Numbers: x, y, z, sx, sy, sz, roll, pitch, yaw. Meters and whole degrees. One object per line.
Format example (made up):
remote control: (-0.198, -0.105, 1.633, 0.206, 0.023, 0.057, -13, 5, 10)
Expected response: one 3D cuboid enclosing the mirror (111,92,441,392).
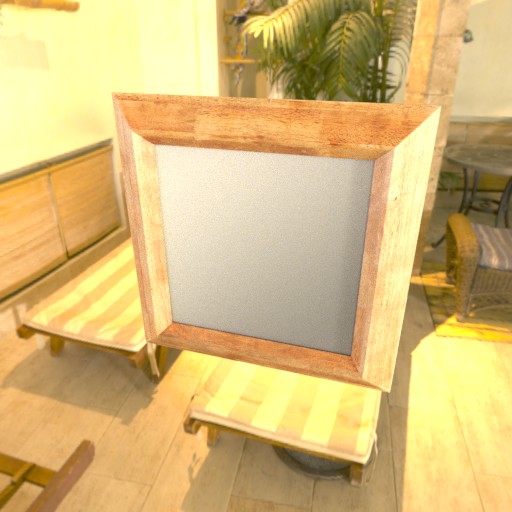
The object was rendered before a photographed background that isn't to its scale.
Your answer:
mirror: (0.000, 0.000, 0.972, 0.651, 0.651, 0.047, 8, 28, 15)
